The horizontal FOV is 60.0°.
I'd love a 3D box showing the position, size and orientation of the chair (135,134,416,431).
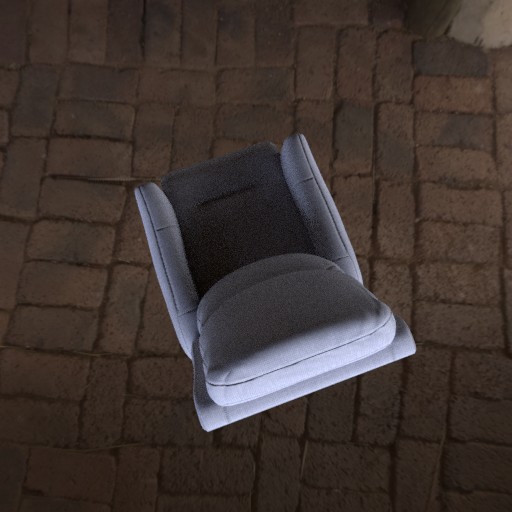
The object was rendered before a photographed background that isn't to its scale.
[{"bbox_3d":[0.000,0.000,1.829,0.829,1.030,1.080,-19,77,-4],"label":"chair"}]
